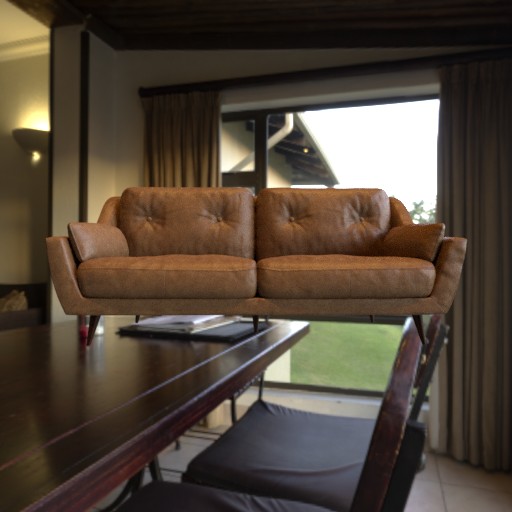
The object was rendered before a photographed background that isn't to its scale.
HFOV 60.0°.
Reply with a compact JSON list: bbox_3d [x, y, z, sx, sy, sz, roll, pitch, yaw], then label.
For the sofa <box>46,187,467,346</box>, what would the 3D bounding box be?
[{"bbox_3d":[0.000,0.000,2.413,1.902,0.839,0.904,0,0,-1],"label":"sofa"}]
